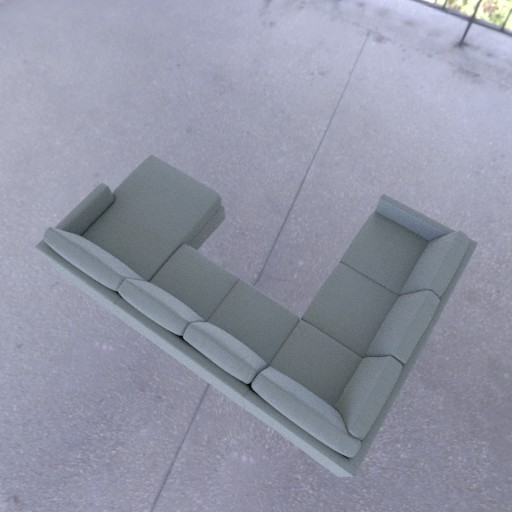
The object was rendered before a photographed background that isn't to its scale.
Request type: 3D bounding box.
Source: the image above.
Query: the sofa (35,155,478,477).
[{"bbox_3d":[0.000,0.000,4.407,3.460,0.882,2.427,32,67,15],"label":"sofa"}]
